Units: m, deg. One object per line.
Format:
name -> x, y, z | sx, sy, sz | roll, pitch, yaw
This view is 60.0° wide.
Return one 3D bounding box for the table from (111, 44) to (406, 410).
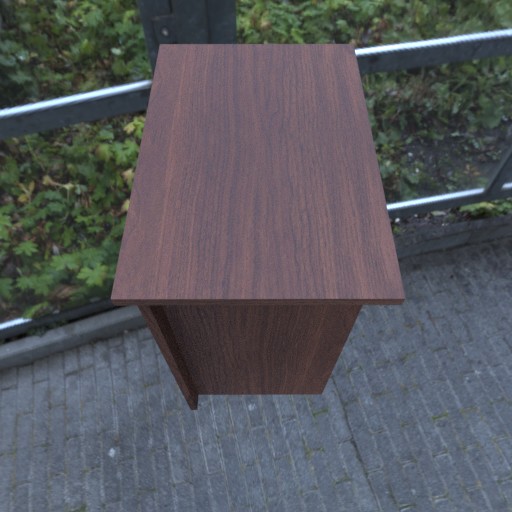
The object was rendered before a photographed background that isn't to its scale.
table -> 0.000, 0.000, 1.061 | 0.406, 0.711, 0.589 | 0, 58, 0
